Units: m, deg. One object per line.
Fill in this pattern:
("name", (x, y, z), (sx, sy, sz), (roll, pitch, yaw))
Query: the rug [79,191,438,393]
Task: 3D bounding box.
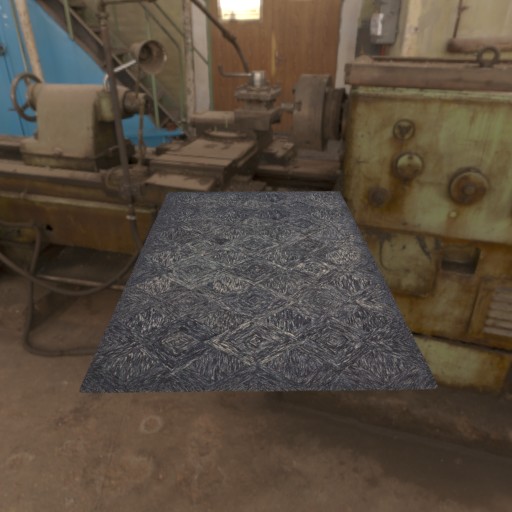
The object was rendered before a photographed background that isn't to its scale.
("rug", (0.000, 0.000, 2.159), (1.139, 0.010, 1.754), (0, 29, -1))
